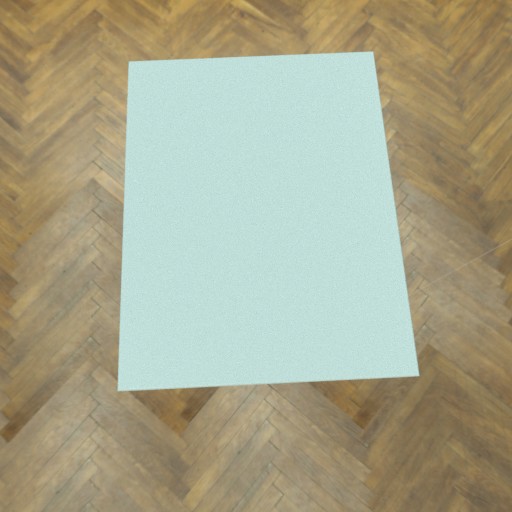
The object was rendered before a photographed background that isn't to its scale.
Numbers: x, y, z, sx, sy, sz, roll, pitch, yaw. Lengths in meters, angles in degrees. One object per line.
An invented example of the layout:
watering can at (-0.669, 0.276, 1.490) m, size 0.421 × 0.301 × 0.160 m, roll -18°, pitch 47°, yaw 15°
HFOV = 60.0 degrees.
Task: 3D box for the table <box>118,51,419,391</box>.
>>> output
table at (0.000, 0.000, 1.026) m, size 0.451 × 0.646 × 0.564 m, roll -3°, pitch 74°, yaw -1°
